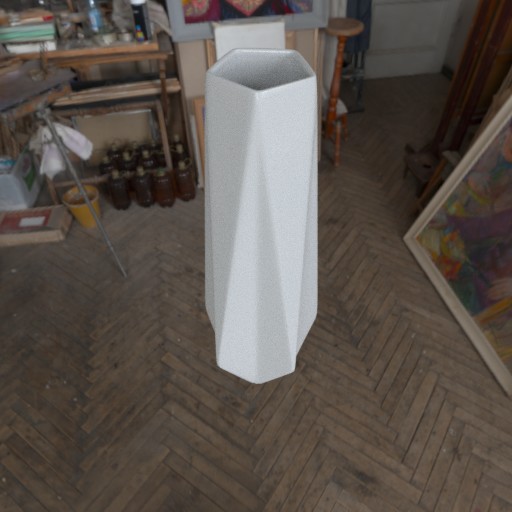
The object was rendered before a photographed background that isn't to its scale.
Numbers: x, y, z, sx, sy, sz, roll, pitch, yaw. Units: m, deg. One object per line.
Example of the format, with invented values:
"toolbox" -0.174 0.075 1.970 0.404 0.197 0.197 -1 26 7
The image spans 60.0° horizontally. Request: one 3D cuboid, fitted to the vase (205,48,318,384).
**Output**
"vase" 0.000 0.000 0.391 0.122 0.329 0.116 32 54 27
